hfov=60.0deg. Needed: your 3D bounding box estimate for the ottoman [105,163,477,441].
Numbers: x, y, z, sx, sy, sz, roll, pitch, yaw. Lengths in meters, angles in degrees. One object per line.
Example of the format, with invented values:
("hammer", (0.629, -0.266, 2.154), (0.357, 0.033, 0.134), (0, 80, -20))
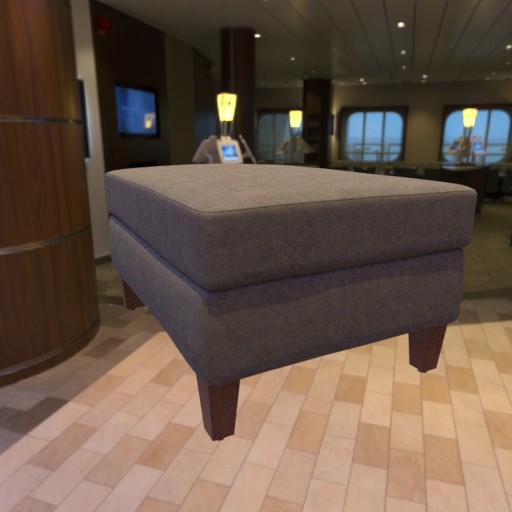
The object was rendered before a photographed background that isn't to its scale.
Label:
("ottoman", (0.000, 0.000, 1.189), (0.639, 0.464, 0.839), (-8, 17, -27))
